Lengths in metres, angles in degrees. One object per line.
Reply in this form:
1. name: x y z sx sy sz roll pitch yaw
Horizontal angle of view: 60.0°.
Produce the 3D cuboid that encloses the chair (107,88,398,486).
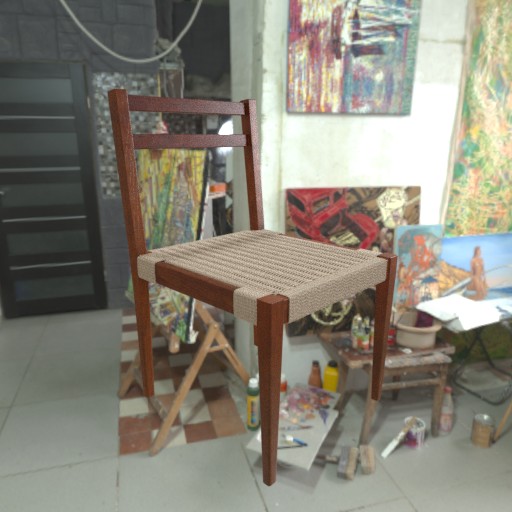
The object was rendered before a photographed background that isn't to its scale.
1. chair: 0.000 0.000 1.199 0.569 0.851 0.495 15 21 43
